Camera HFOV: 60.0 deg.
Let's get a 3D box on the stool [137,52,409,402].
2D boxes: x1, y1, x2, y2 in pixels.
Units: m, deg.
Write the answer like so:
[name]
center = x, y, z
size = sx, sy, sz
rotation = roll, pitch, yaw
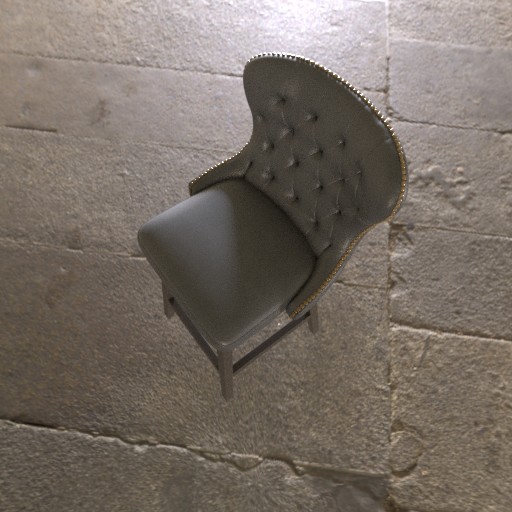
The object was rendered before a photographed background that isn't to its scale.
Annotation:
[stool]
center = 0.000, 0.000, 1.340
size = 0.593, 0.971, 0.528
rotation = -34, 68, -16
